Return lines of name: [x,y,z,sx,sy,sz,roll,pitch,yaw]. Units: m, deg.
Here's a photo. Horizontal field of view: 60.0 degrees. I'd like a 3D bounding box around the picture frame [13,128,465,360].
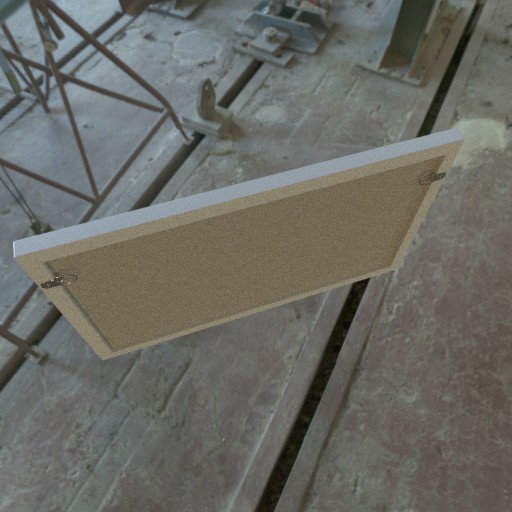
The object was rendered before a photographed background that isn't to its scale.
picture frame: [0.000,0.000,0.773,0.647,0.379,0.044,-16,59,-10]
